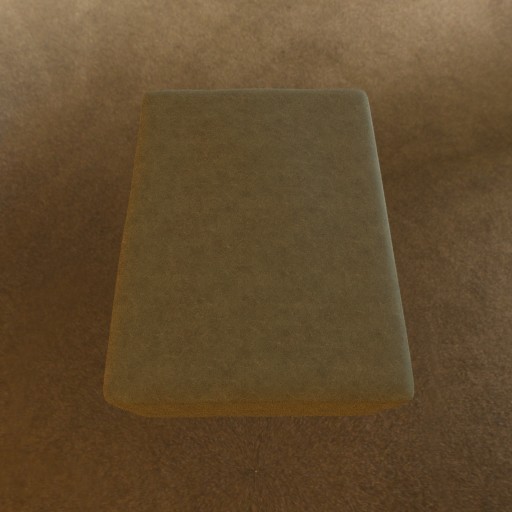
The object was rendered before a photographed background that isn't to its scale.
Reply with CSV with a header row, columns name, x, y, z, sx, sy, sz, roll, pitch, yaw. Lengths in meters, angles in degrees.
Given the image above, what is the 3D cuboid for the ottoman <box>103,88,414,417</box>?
name,x,y,z,sx,sy,sz,roll,pitch,yaw
ottoman,0.000,0.000,1.228,0.639,0.464,0.839,0,64,0
